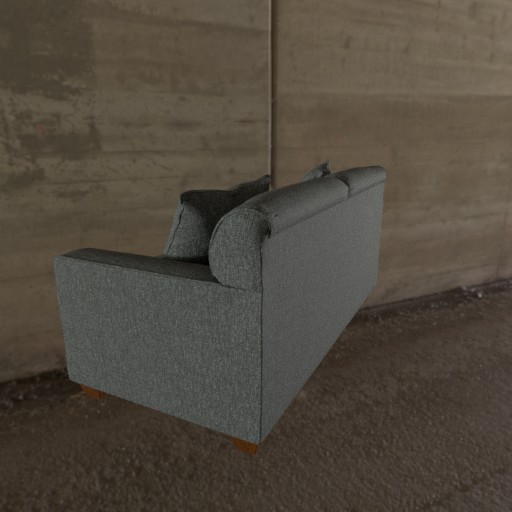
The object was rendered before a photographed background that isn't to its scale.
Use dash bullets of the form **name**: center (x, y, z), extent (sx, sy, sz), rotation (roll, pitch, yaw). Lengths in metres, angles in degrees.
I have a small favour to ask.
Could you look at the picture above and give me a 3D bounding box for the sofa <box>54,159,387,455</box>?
- **sofa**: center (0.000, 0.000, 2.413), extent (0.998, 0.958, 1.846), rotation (8, 18, 26)
